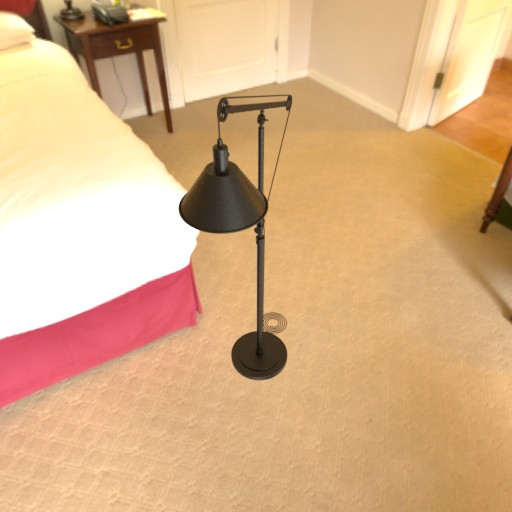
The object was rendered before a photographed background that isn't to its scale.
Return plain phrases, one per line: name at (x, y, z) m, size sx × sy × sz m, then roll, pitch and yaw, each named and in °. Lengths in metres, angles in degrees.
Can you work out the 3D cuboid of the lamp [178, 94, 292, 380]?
lamp at (0.000, 0.000, 1.962) m, size 0.319 × 1.626 × 0.904 m, roll 14°, pitch 43°, yaw 15°
